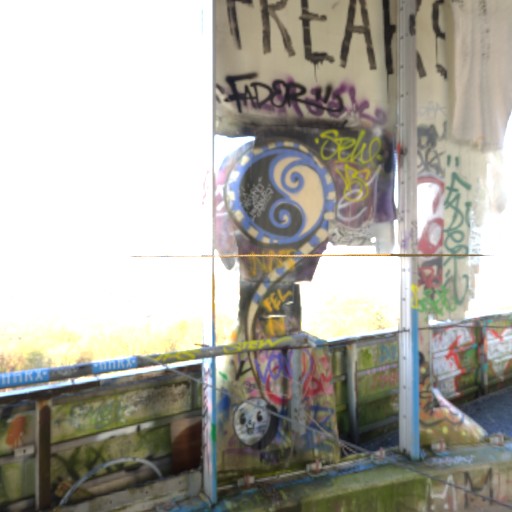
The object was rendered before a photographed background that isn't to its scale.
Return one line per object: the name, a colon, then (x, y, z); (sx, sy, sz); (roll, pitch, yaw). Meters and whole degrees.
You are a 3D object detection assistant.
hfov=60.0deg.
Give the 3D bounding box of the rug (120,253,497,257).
rug: (0.000, 0.000, 2.486); (0.704, 0.014, 2.294); (0, 0, -37)
